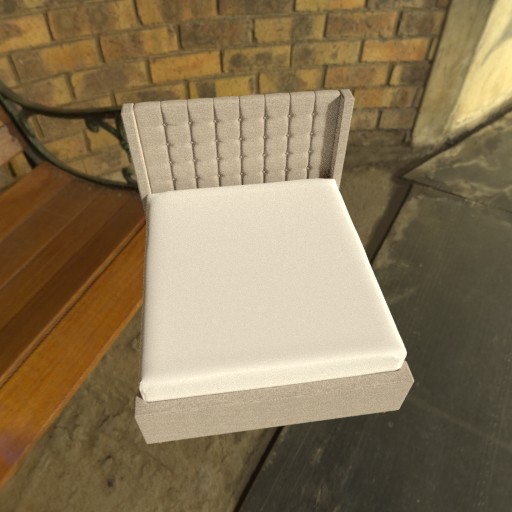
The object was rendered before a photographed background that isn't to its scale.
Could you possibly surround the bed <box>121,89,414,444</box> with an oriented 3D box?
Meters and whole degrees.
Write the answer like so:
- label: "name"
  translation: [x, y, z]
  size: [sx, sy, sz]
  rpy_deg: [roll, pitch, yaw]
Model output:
- label: "bed"
  translation: [0.000, 0.000, 3.793]
  size: [2.044, 1.748, 2.372]
  rpy_deg: [-6, 47, -5]
